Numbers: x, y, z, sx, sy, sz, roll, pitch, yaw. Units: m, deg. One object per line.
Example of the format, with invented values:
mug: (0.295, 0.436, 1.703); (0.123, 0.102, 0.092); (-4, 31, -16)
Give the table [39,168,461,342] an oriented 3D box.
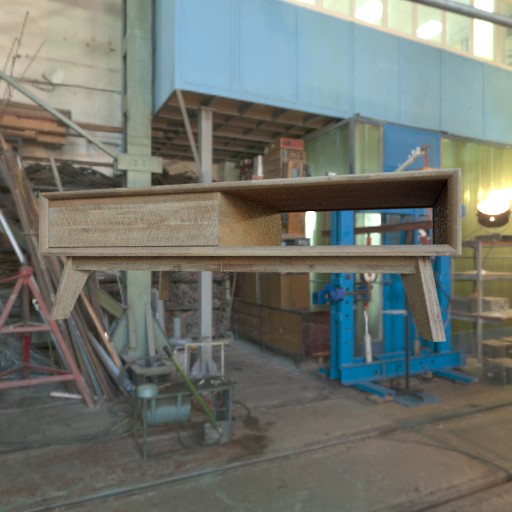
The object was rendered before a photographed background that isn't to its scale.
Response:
table: (0.000, 0.000, 2.031); (1.619, 0.531, 0.918); (0, 0, 19)
